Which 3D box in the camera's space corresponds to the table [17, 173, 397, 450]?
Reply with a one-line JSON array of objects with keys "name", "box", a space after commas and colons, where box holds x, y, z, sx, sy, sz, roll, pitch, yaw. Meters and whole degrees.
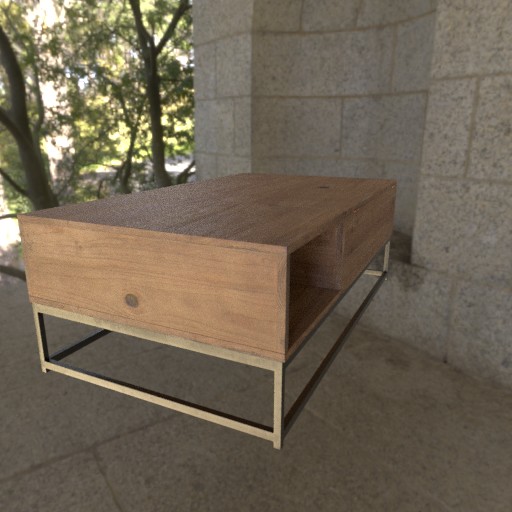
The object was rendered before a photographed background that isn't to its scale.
[{"name": "table", "box": [0.000, 0.000, 1.382, 0.655, 0.395, 1.101, 8, 18, 25]}]
